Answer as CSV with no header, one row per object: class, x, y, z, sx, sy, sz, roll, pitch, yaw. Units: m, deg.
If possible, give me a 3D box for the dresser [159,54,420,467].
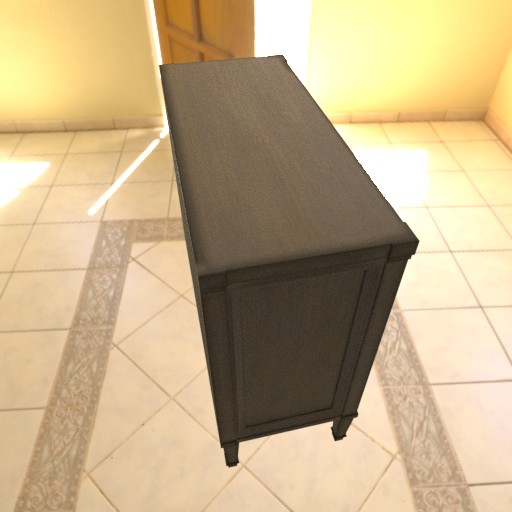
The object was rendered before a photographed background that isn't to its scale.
dresser,0.000,0.000,1.576,0.463,0.986,1.049,-9,45,-9
